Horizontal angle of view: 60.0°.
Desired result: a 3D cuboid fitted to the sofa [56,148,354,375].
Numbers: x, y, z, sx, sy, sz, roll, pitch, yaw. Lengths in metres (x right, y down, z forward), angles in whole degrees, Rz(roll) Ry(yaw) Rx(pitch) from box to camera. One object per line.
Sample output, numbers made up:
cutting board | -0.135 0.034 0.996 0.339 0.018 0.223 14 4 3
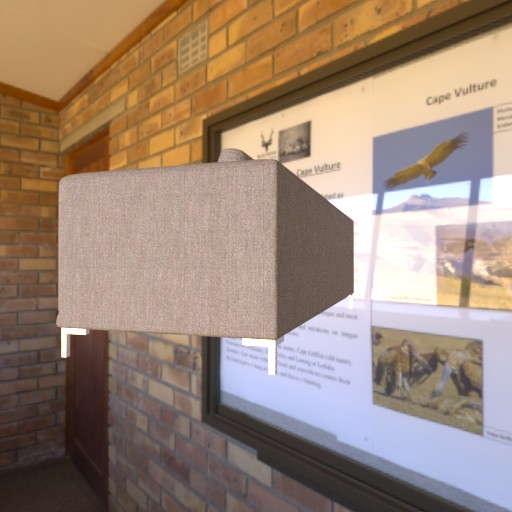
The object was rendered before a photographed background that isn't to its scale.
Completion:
sofa | 0.000 0.000 2.832 0.969 0.867 2.415 0 -1 19
